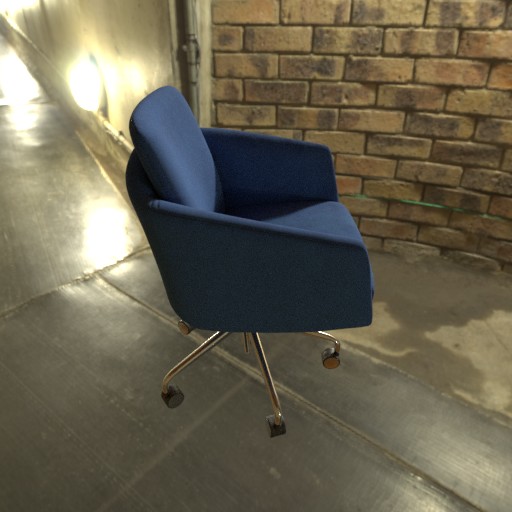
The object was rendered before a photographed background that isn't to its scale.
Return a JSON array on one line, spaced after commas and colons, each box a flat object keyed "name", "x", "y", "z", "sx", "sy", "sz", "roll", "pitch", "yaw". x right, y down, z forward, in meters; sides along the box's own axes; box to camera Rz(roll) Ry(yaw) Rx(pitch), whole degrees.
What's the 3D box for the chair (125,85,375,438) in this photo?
[{"name": "chair", "x": 0.000, "y": 0.000, "z": 1.334, "sx": 0.635, "sy": 0.908, "sz": 0.641, "roll": 0, "pitch": 32, "yaw": 0}]
